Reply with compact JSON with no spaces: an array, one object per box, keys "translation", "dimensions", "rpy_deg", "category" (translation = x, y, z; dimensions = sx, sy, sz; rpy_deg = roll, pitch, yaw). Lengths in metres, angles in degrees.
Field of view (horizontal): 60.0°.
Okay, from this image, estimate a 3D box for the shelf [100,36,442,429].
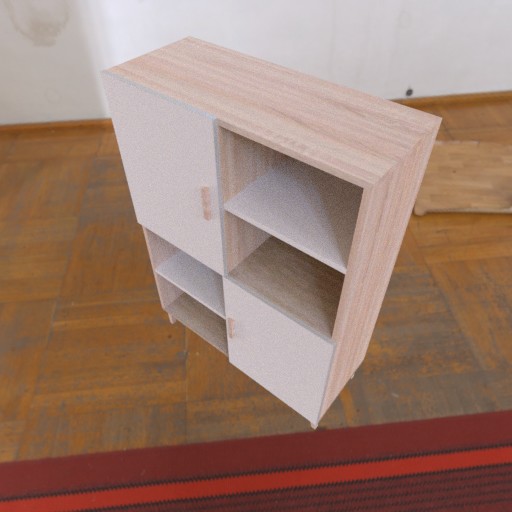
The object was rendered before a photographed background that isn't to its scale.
[{"translation":[0.000,0.000,1.844],"dimensions":[0.995,1.405,0.434],"rpy_deg":[30,53,26],"category":"shelf"}]
